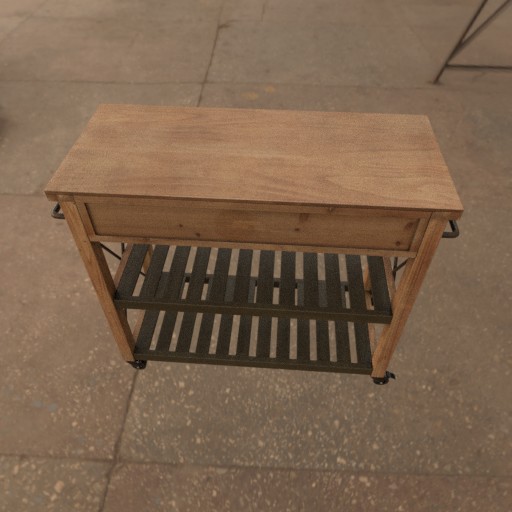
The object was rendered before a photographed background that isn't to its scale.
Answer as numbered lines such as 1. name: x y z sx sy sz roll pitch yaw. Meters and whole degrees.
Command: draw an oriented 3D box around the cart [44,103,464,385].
1. cart: 0.000 0.000 0.980 0.686 0.554 0.298 3 46 3
